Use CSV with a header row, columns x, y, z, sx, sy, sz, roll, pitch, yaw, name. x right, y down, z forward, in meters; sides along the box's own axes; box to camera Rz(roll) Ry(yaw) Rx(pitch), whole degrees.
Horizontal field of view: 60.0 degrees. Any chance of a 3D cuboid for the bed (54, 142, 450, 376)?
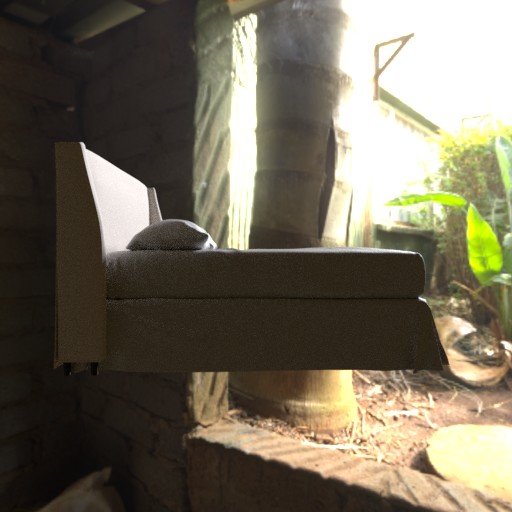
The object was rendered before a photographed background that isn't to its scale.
x,y,z,sx,sy,sz,roll,pitch,yaw,name
0.000,0.000,3.411,2.276,1.332,1.925,0,1,0,bed
